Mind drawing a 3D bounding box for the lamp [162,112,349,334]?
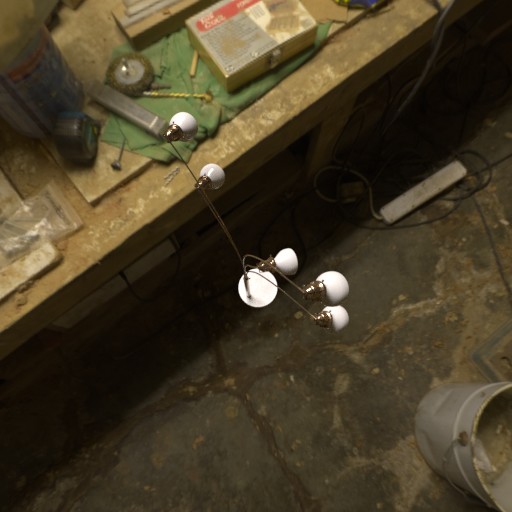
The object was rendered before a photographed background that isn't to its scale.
[{"bbox_3d":[0.000,0.000,2.985,0.361,2.423,1.405,-37,79,-8],"label":"lamp"}]
